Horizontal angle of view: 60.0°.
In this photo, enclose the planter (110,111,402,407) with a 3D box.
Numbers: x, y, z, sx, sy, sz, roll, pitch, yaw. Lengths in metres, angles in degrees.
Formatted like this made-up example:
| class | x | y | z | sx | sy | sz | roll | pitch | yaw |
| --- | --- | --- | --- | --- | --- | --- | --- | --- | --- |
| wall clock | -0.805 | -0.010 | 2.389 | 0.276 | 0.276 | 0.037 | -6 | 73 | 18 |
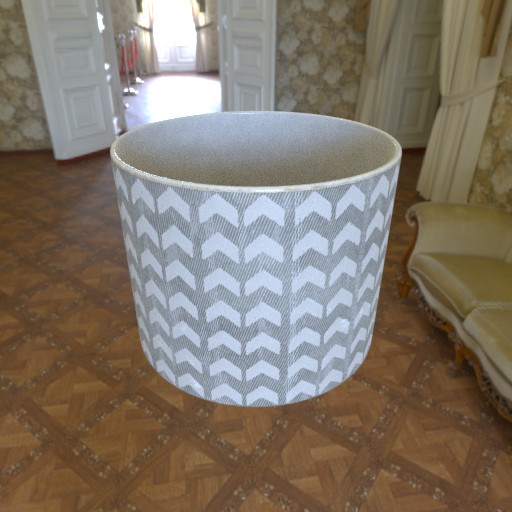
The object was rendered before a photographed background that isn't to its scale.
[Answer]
| class | x | y | z | sx | sy | sz | roll | pitch | yaw |
| --- | --- | --- | --- | --- | --- | --- | --- | --- | --- |
| planter | 0.000 | 0.000 | 0.452 | 0.250 | 0.239 | 0.250 | 0 | 29 | 0 |
